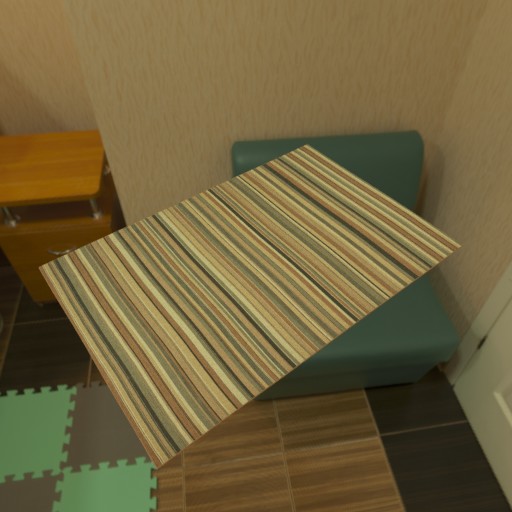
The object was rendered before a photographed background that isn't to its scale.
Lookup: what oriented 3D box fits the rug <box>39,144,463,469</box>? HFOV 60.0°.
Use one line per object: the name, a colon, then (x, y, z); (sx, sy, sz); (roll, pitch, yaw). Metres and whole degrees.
rug: (0.000, 0.000, 2.284); (1.829, 0.008, 1.219); (-29, 53, -25)
